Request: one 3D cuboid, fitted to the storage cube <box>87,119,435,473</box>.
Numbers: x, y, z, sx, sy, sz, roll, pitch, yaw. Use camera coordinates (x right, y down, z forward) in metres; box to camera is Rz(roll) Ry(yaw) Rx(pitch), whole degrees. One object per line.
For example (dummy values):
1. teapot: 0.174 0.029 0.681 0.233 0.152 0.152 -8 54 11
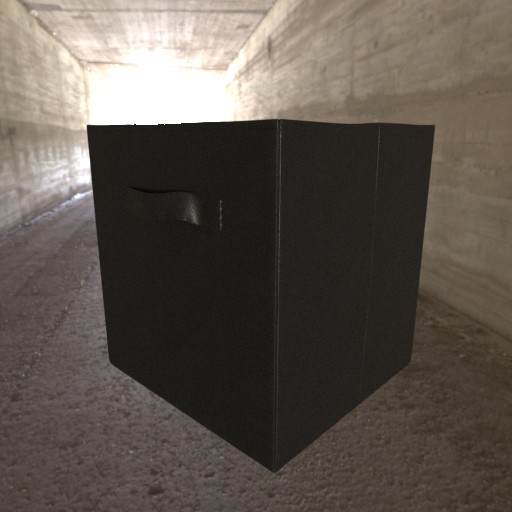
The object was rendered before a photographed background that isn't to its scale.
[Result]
1. storage cube: 0.000 0.000 0.492 0.270 0.280 0.270 14 21 41
